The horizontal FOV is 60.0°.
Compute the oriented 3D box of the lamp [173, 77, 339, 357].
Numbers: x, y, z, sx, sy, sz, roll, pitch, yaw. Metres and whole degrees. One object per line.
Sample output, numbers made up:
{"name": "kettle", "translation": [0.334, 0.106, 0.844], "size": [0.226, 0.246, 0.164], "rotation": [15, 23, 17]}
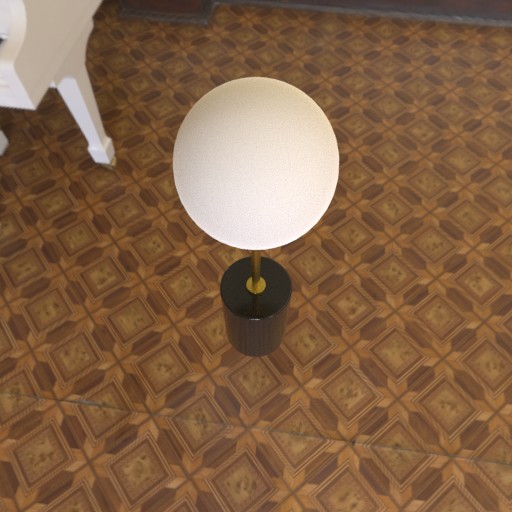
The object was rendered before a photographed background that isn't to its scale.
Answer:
{"name": "lamp", "translation": [0.000, 0.000, 0.554], "size": [0.153, 0.480, 0.153], "rotation": [0, 59, 0]}
